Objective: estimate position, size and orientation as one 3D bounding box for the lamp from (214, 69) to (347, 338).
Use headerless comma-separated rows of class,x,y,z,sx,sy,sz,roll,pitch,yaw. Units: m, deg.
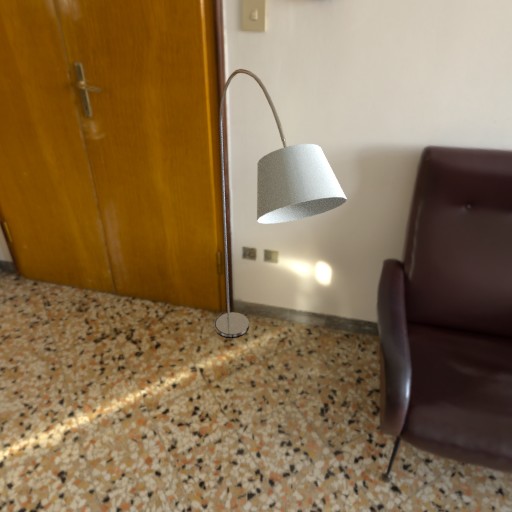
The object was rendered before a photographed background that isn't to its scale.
lamp,0.000,0.000,2.726,0.406,2.098,1.445,-12,34,-18
